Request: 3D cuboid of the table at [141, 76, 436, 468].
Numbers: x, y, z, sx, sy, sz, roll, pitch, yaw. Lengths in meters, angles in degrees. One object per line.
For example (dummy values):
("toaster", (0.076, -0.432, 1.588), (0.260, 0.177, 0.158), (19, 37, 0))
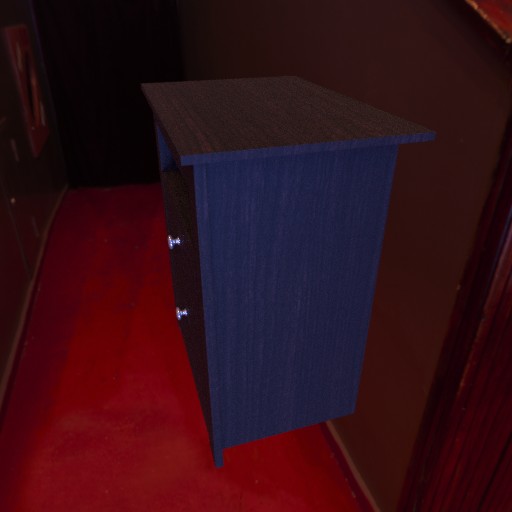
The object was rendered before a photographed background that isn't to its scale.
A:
("table", (0.000, 0.000, 1.066), (0.406, 0.711, 0.591), (-9, 32, -15))
